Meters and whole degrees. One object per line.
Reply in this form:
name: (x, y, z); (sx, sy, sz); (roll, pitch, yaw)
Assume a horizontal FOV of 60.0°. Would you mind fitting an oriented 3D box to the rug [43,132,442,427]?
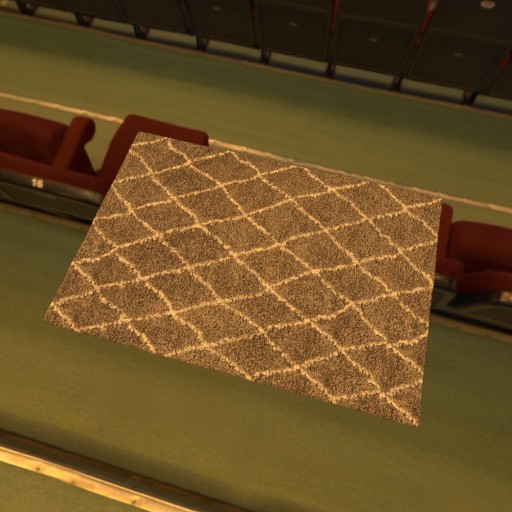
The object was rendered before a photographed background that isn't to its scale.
rug: (0.000, 0.000, 2.269); (1.778, 0.030, 1.219); (14, 64, 7)
